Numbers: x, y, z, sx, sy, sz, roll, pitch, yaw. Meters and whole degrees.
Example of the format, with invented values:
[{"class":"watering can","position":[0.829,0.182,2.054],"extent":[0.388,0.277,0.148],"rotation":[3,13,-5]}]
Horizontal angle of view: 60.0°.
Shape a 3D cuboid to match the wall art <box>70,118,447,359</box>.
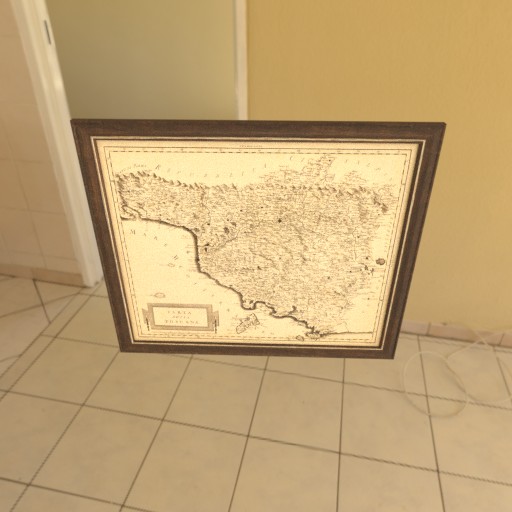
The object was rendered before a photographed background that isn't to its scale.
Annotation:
[{"class":"wall art","position":[0.000,0.000,1.454],"extent":[1.033,0.875,0.023],"rotation":[1,32,2]}]
